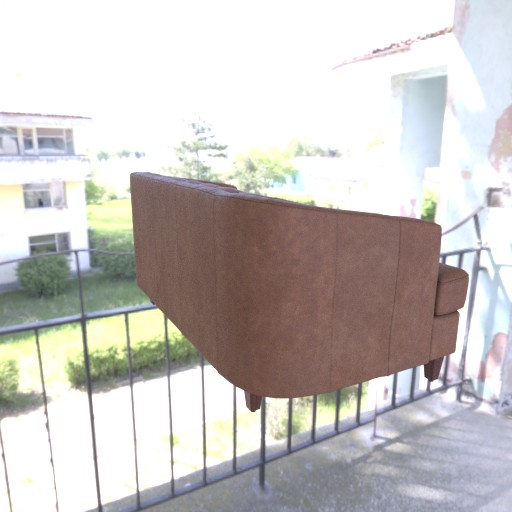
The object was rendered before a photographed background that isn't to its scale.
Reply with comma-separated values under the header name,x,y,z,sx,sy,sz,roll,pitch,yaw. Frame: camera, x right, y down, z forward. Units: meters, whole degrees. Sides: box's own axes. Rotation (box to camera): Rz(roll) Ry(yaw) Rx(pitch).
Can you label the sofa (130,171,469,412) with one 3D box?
name,x,y,z,sx,sy,sz,roll,pitch,yaw
sofa,0.000,0.000,2.216,0.914,0.786,1.755,-8,16,-28
